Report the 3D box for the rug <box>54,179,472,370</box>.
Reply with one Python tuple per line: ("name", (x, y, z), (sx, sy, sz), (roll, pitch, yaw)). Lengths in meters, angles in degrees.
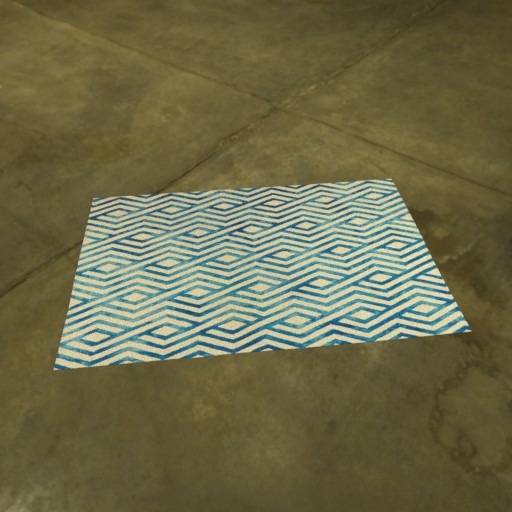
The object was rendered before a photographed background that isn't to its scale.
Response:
("rug", (0.000, 0.000, 3.088), (2.439, 0.008, 1.531), (-4, 46, -4))
